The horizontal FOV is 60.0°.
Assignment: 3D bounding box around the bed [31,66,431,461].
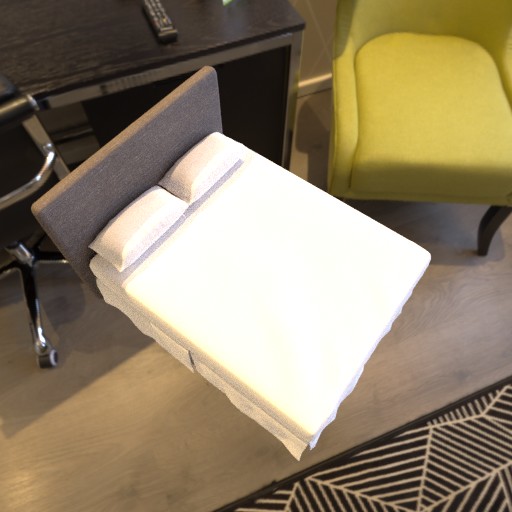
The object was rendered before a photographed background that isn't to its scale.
[{"bbox_3d":[0.000,0.000,3.207,2.142,1.330,1.723,33,65,18],"label":"bed"}]
